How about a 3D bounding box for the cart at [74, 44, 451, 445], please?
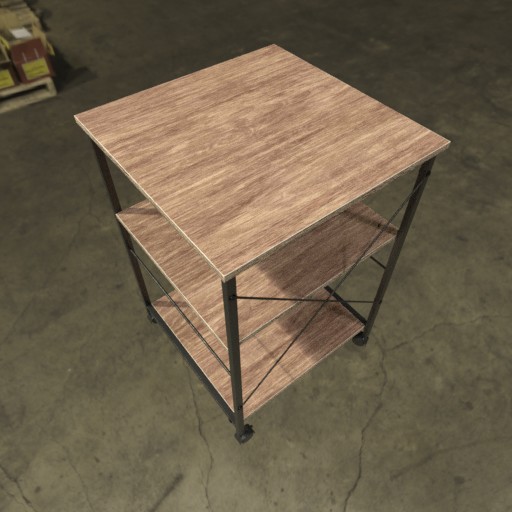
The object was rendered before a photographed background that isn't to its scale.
[{"bbox_3d":[0.000,0.000,1.149,0.521,0.762,0.520,-31,56,-24],"label":"cart"}]
